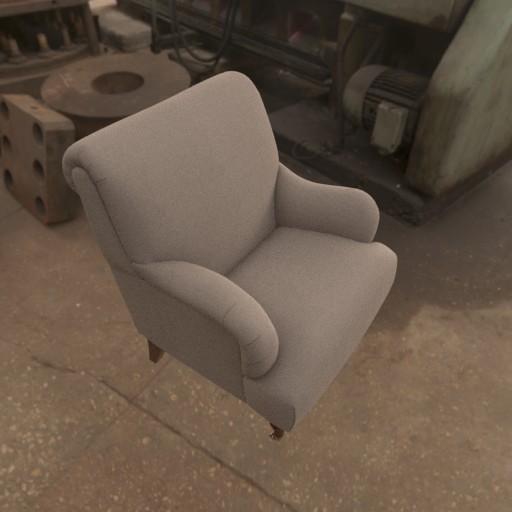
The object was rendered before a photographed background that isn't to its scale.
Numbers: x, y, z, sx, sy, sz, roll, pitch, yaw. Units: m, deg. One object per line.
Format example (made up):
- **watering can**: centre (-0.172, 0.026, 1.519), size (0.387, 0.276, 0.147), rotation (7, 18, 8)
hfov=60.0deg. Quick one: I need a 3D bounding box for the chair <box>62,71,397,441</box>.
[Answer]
- **chair**: centre (0.000, 0.000, 1.531), size (0.842, 0.942, 0.766), rotation (25, 48, 25)
